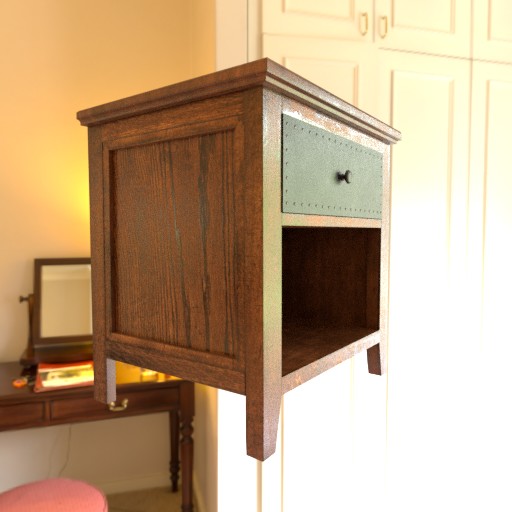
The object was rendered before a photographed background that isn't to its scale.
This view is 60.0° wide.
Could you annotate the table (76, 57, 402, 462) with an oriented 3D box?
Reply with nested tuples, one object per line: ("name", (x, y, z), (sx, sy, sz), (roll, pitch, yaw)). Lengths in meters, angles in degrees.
("table", (0.000, 0.000, 1.001), (0.461, 0.597, 0.586), (2, 4, 36))
